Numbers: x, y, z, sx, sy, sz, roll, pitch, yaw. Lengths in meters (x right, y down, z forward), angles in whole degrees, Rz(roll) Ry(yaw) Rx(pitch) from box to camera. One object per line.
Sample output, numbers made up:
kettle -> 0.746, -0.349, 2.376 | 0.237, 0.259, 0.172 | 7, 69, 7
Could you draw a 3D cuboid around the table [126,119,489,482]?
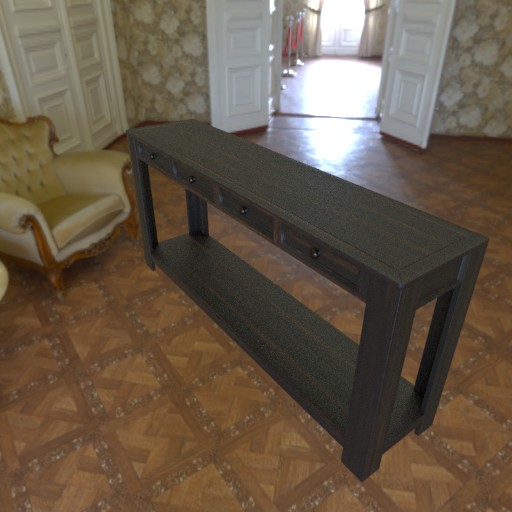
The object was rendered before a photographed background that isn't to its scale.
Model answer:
table -> 0.000, 0.000, 1.863 | 0.384, 0.762, 1.631 | -21, 37, -31
